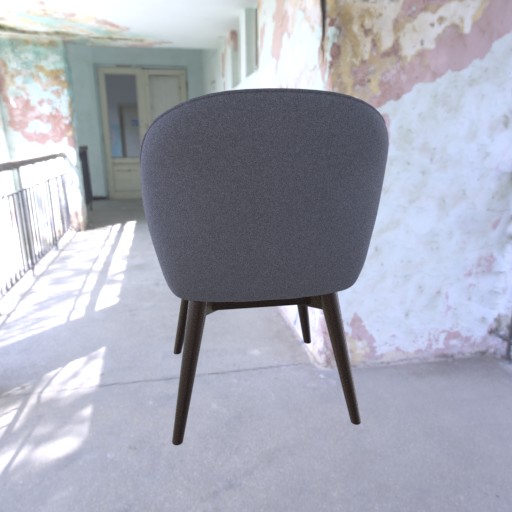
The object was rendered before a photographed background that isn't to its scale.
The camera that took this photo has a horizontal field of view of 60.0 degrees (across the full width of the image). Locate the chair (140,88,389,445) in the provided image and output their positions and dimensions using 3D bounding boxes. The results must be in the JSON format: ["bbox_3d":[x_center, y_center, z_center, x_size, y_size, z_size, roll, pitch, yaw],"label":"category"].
[{"bbox_3d":[0.000,0.000,1.207,0.589,0.810,0.611,-3,16,-9],"label":"chair"}]
